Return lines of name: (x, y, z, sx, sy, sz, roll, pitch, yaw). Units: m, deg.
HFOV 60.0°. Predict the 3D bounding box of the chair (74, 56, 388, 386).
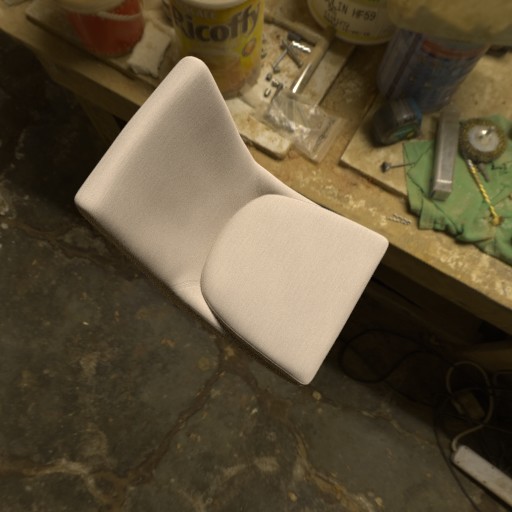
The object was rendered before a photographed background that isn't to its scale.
chair: (0.000, 0.000, 1.310, 0.638, 0.940, 0.515, 31, 78, 8)
